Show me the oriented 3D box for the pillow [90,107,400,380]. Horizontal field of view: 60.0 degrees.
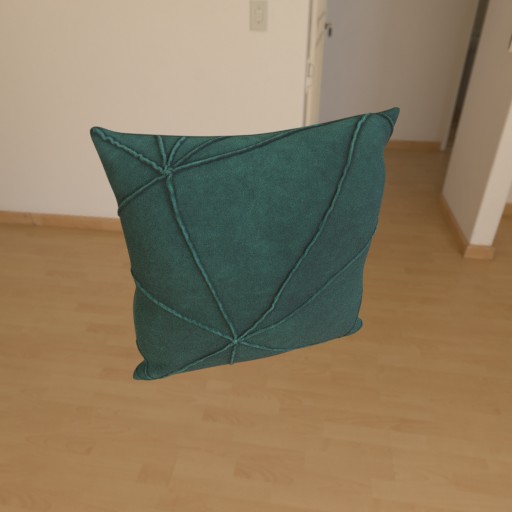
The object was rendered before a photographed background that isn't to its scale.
[{"bbox_3d":[0.000,0.000,0.699,0.439,0.440,0.184,-9,34,-14],"label":"pillow"}]
